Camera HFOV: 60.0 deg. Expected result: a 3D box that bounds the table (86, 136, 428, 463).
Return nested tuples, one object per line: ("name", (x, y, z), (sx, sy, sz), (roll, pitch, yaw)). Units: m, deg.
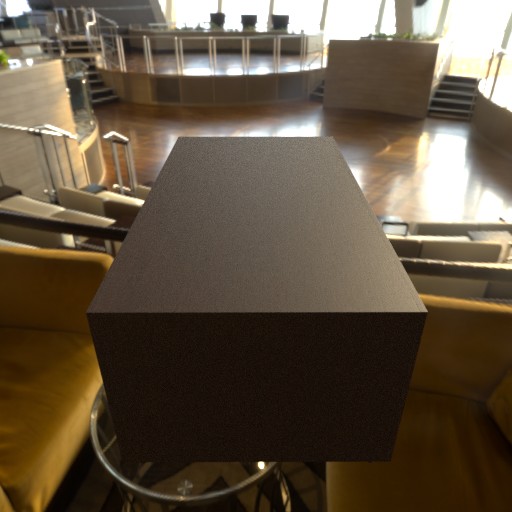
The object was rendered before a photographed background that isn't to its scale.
("table", (0.000, 0.000, 1.354), (0.597, 0.424, 1.099), (0, 31, 0))
